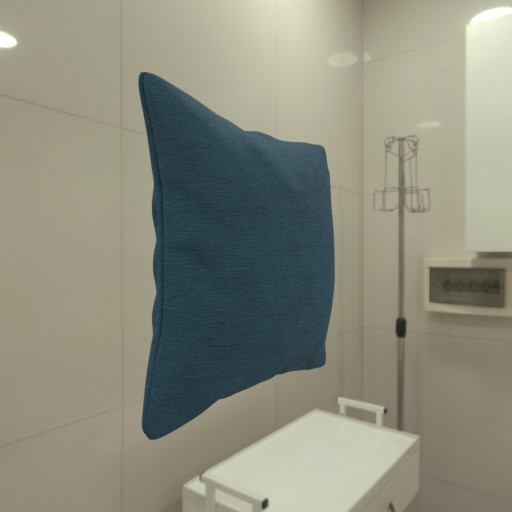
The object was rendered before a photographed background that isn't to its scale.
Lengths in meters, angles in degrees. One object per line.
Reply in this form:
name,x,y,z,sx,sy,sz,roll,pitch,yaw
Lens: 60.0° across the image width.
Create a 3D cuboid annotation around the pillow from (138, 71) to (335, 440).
pillow,0.000,0.000,0.672,0.177,0.420,0.437,0,0,36
